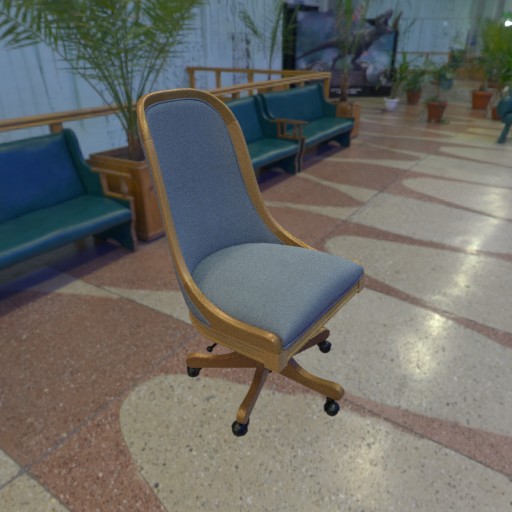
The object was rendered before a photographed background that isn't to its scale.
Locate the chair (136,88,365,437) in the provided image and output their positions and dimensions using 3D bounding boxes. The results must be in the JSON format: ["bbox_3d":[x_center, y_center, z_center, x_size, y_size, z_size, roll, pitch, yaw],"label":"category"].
[{"bbox_3d":[0.000,0.000,1.520,0.735,1.031,0.605,18,32,32],"label":"chair"}]
